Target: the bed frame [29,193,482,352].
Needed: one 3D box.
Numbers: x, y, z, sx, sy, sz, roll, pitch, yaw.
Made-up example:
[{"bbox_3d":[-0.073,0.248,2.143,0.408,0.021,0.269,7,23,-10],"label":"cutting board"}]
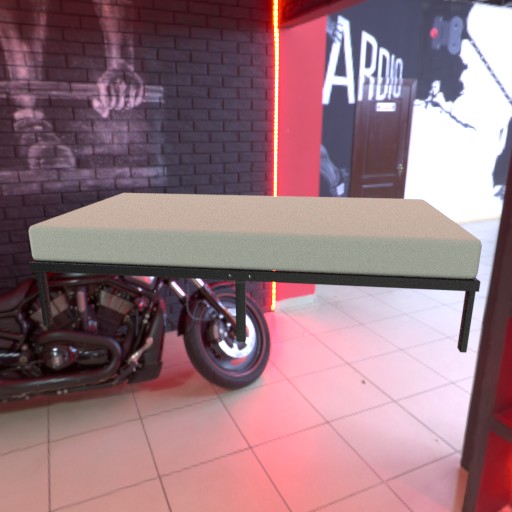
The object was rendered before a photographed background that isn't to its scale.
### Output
[{"bbox_3d":[0.000,0.000,3.240,2.635,0.680,1.393,2,17,7],"label":"bed frame"}]
